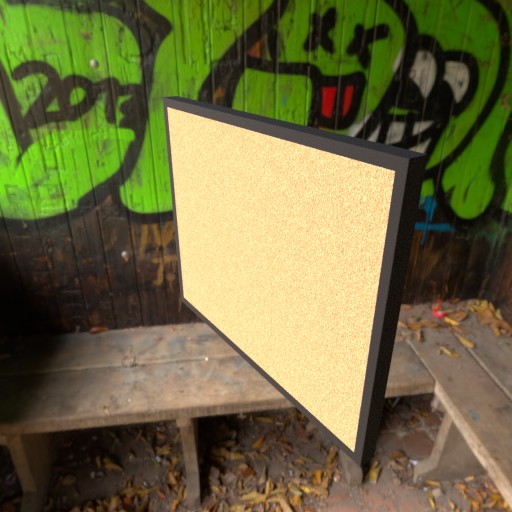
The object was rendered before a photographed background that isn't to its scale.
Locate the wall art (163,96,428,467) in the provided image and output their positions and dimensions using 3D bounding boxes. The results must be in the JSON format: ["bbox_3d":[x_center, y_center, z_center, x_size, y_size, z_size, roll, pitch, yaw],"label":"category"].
[{"bbox_3d":[0.000,0.000,0.749,0.030,0.454,0.554,-19,32,-32],"label":"wall art"}]
